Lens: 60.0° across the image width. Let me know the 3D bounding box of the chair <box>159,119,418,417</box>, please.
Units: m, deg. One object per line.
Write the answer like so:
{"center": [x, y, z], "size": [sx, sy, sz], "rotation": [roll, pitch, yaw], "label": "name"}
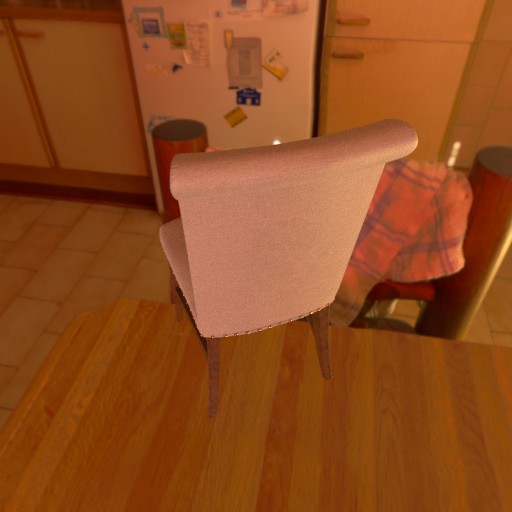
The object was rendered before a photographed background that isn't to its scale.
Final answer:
{"center": [0.000, 0.000, 1.340], "size": [0.513, 0.988, 0.608], "rotation": [-13, 43, -15], "label": "chair"}
